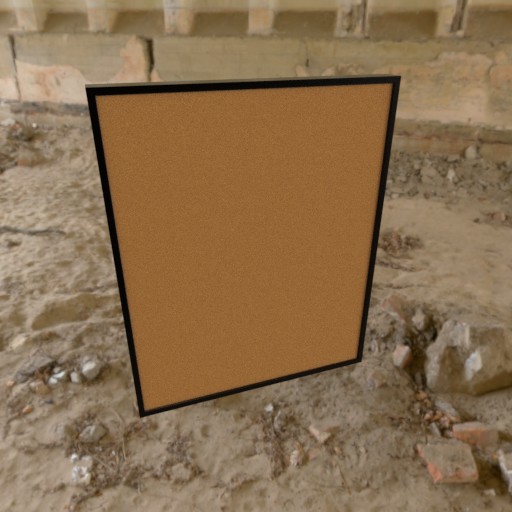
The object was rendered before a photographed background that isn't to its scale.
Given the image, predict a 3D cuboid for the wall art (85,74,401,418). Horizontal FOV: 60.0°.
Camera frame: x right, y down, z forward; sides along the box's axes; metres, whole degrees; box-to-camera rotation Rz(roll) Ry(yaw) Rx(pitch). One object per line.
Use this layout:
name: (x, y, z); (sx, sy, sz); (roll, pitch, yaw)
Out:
wall art: (0.000, 0.000, 0.744); (0.451, 0.553, 0.039); (-9, 29, -17)
